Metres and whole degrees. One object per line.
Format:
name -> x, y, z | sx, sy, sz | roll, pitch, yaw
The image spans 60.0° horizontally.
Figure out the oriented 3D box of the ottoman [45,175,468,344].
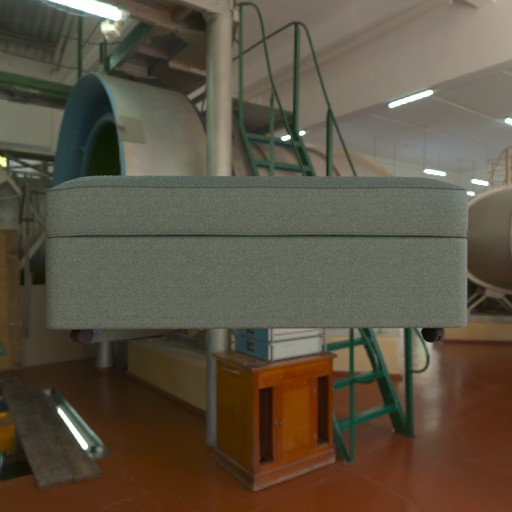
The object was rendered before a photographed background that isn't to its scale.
ottoman -> 0.000, 0.000, 1.532 | 1.173, 0.494, 0.681 | 0, 1, -1
